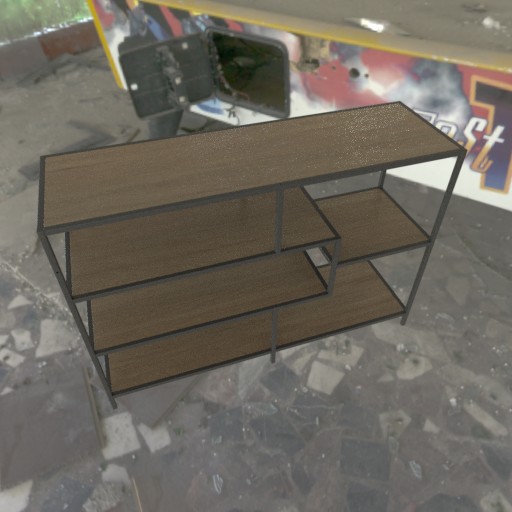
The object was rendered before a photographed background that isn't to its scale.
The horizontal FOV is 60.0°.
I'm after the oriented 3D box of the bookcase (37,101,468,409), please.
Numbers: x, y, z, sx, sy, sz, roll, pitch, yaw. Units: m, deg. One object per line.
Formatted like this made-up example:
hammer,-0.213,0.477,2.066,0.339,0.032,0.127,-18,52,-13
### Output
bookcase,0.000,0.000,1.497,1.140,0.780,0.350,-13,44,-14
